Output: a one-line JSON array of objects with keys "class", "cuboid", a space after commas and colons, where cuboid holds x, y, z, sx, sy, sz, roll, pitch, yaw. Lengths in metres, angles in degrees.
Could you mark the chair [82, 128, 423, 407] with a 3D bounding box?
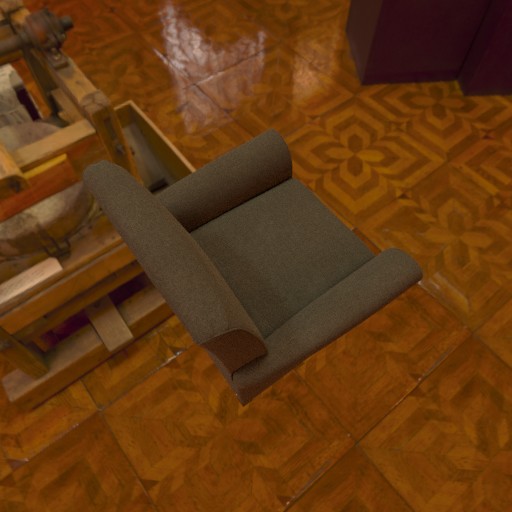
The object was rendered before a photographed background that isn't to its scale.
[{"class": "chair", "cuboid": [0.000, 0.000, 1.822, 0.905, 1.061, 0.978, -32, 64, -18]}]
